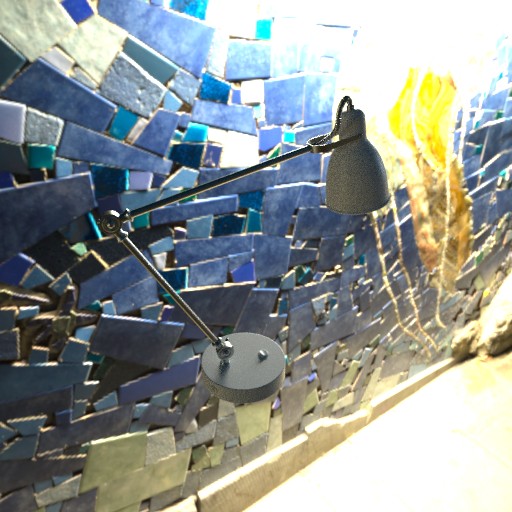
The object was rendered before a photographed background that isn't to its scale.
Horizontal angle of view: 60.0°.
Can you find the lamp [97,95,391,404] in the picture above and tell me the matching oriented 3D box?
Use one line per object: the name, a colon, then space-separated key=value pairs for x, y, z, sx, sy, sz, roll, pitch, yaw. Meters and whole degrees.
lamp: x=0.000 y=0.000 z=0.870 sx=0.561 sy=0.587 sz=0.187 roll=-10 pitch=30 yaw=-18
